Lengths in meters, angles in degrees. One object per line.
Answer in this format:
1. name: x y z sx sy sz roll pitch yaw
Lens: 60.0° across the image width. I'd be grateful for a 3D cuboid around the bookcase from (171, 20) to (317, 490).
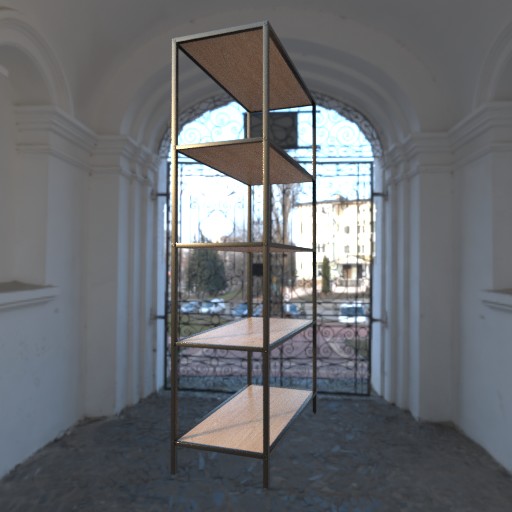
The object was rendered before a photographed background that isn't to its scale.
1. bookcase: 0.000 0.000 1.830 0.350 1.500 0.770 0 -1 19
